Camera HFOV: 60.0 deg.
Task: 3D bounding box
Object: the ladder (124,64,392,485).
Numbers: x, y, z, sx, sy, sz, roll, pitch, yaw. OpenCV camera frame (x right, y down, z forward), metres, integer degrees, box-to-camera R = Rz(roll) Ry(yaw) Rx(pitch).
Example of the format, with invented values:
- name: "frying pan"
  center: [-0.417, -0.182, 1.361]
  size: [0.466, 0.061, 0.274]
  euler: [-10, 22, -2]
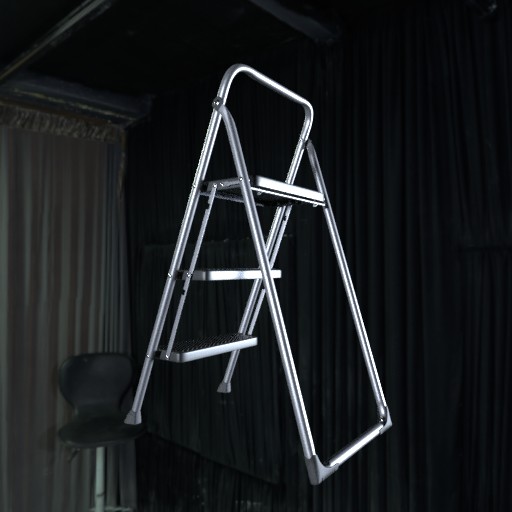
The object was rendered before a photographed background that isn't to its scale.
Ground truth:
- name: "ladder"
  center: [0.000, 0.000, 1.253]
  size: [0.629, 0.945, 0.430]
  euler: [-1, -2, 37]
